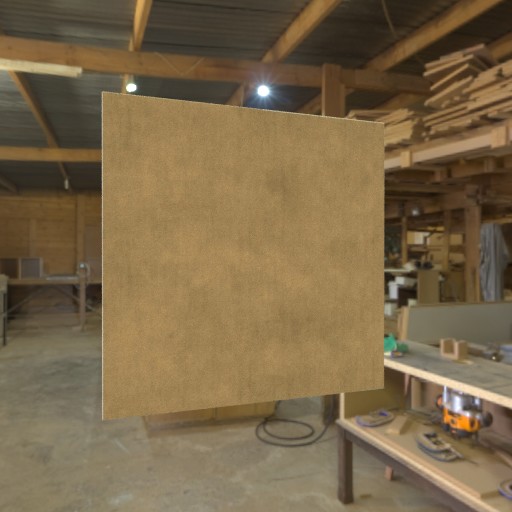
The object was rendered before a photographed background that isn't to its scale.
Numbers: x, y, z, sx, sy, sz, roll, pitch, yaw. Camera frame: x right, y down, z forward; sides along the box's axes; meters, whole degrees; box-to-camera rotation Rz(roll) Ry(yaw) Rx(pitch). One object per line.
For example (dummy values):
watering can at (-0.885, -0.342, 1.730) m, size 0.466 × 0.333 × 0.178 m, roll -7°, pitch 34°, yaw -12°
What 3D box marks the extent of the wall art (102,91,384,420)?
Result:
wall art at (0.000, 0.000, 0.695) m, size 0.455 × 0.453 × 0.023 m, roll 0°, pitch 0°, yaw -19°
